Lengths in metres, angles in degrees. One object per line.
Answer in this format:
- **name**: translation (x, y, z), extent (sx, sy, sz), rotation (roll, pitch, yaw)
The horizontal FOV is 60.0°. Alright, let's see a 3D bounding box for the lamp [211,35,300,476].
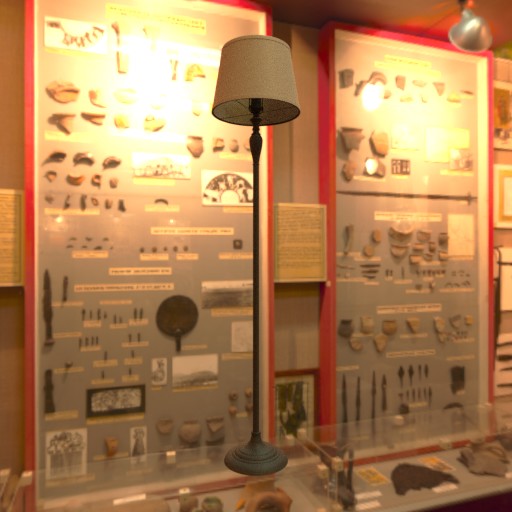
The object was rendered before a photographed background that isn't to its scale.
- **lamp**: translation (0.000, 0.000, 1.635), extent (0.327, 1.506, 0.327), rotation (0, 0, -18)
